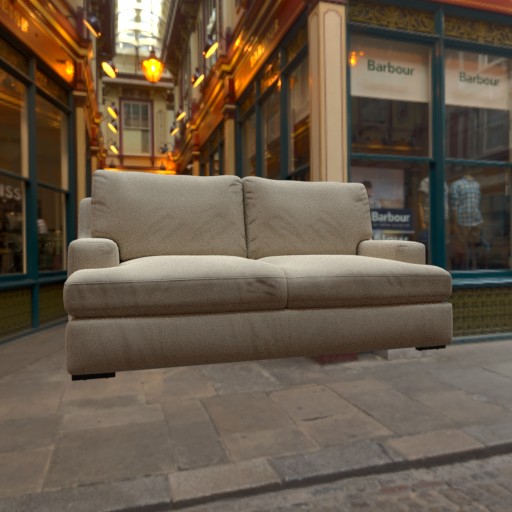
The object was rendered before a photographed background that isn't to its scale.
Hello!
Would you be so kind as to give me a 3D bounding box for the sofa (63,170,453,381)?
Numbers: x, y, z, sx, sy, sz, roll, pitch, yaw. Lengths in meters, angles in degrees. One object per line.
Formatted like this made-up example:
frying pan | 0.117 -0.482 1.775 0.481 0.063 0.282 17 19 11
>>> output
sofa | 0.000 0.000 2.422 1.885 0.967 0.962 0 1 -18
